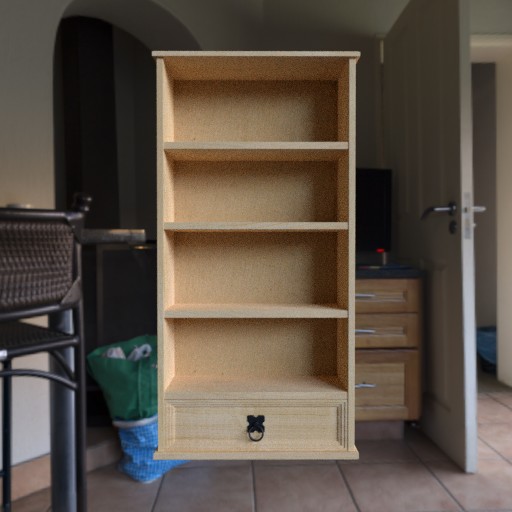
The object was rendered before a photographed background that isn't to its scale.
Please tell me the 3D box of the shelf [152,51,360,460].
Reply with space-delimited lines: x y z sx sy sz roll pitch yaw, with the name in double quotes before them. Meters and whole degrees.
"shelf" 0.000 0.000 1.200 0.520 1.030 0.175 0 1 0
